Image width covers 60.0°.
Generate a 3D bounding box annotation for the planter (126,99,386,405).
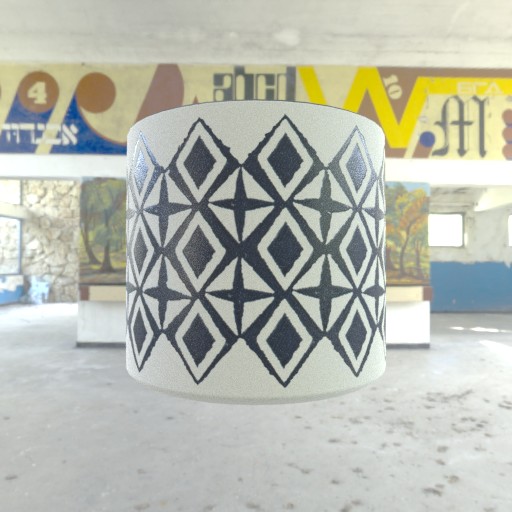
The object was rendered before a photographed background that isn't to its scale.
[{"bbox_3d":[0.000,0.000,0.399,0.224,0.203,0.224,0,-1,0],"label":"planter"}]
